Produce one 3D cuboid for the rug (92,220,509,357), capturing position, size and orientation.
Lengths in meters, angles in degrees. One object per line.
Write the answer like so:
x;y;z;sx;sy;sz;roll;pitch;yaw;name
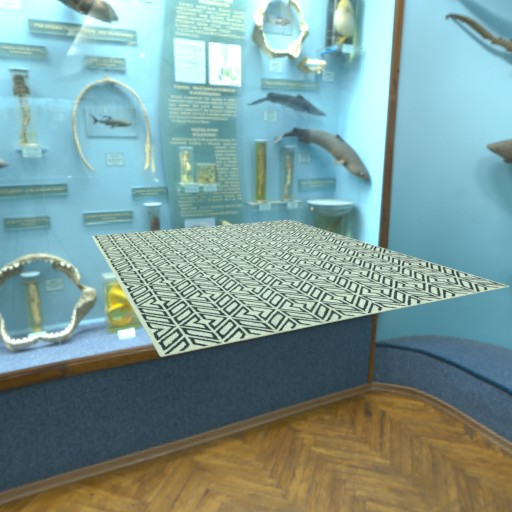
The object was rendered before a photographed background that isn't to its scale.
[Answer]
0.000;0.000;3.880;2.421;0.008;3.045;-7;16;-25;rug
